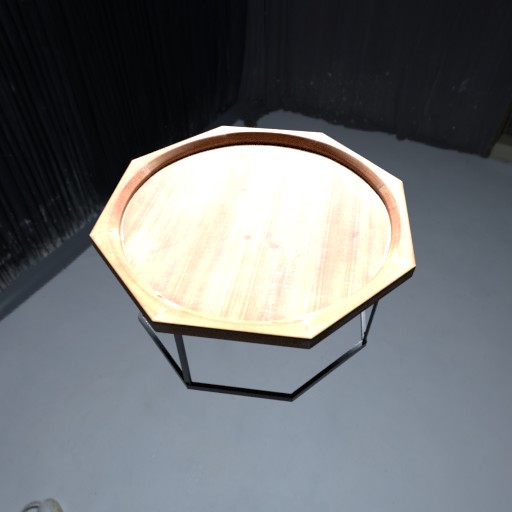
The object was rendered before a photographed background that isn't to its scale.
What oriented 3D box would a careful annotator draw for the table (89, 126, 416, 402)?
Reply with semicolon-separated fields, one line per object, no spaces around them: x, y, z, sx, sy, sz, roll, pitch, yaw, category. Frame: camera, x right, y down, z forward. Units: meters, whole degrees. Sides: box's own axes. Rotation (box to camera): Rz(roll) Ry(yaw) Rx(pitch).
0.000;0.000;1.533;1.002;0.444;1.002;0;46;0;table
